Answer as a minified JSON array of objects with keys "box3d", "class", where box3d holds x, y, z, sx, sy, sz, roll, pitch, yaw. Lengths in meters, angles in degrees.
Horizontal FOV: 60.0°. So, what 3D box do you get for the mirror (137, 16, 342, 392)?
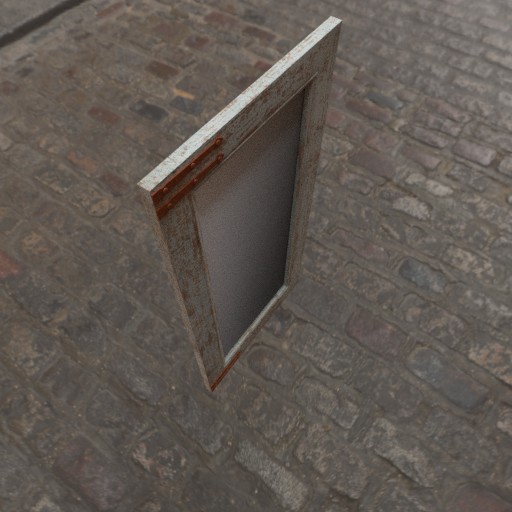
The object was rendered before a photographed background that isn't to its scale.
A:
[{"box3d":[0.000,0.000,1.047,0.027,0.922,0.472,32,63,18],"class":"mirror"}]
